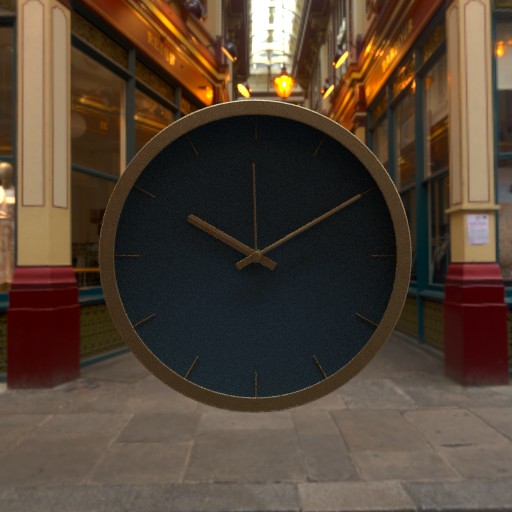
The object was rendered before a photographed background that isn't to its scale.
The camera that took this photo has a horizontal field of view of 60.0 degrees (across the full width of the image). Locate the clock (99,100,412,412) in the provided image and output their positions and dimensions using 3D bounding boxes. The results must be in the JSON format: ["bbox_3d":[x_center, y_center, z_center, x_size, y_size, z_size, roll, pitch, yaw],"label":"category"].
[{"bbox_3d":[0.000,0.000,0.462,0.314,0.314,0.040,0,0,-1],"label":"clock"}]
